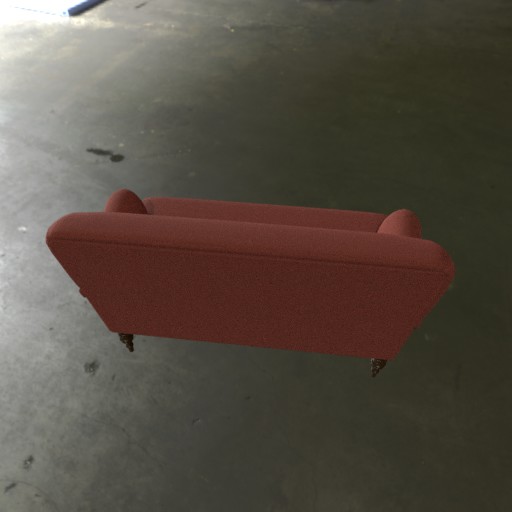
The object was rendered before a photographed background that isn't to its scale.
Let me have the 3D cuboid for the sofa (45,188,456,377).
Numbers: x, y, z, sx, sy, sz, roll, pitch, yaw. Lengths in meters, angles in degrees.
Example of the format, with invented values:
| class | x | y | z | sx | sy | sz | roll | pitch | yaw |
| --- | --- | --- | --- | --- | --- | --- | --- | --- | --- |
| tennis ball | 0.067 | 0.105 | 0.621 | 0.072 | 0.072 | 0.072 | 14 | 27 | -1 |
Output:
| class | x | y | z | sx | sy | sz | roll | pitch | yaw |
| --- | --- | --- | --- | --- | --- | --- | --- | --- | --- |
| sofa | 0.000 | 0.000 | 1.806 | 1.297 | 0.889 | 0.779 | 5 | 47 | 4 |
